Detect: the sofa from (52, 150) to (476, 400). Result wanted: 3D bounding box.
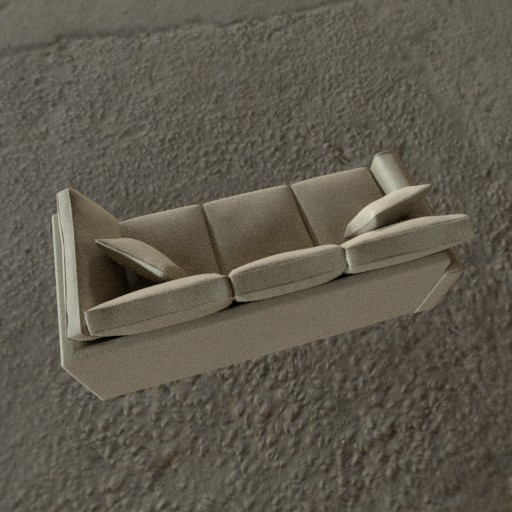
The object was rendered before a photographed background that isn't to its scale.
[{"bbox_3d":[0.000,0.000,2.848,2.317,0.962,1.061,-14,60,-8],"label":"sofa"}]
